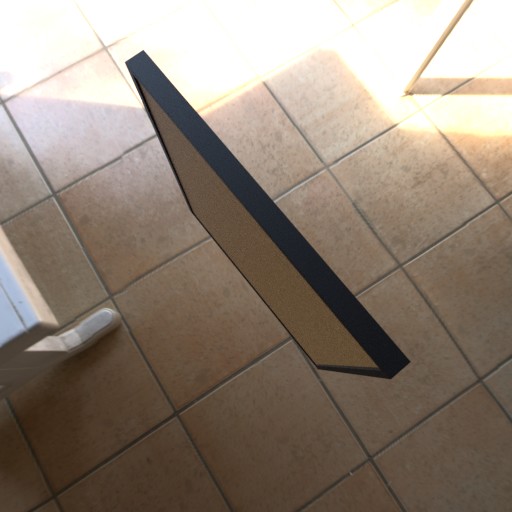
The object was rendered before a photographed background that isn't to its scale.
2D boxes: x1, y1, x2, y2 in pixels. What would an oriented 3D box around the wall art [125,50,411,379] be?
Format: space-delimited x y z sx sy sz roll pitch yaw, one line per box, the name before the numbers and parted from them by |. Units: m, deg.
wall art | 0.000 0.000 0.530 0.019 0.381 0.330 -38 80 -8
